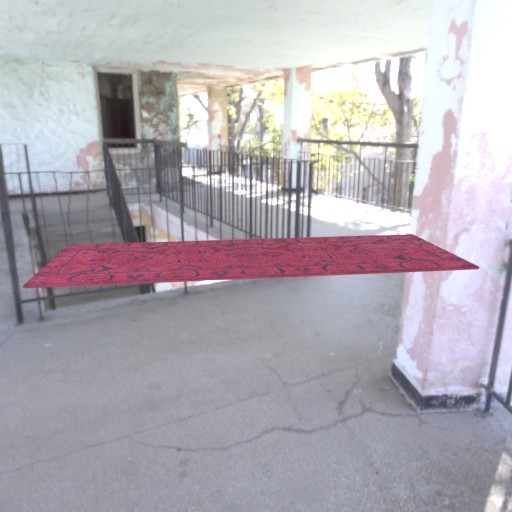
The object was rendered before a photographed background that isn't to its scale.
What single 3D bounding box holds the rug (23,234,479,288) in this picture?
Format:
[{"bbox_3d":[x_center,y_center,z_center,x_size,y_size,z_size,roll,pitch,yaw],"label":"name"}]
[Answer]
[{"bbox_3d":[0.000,0.000,2.731,2.439,0.018,0.813,-2,16,-7],"label":"rug"}]
